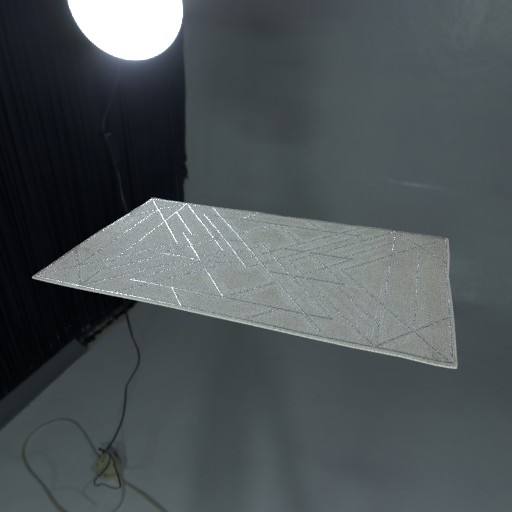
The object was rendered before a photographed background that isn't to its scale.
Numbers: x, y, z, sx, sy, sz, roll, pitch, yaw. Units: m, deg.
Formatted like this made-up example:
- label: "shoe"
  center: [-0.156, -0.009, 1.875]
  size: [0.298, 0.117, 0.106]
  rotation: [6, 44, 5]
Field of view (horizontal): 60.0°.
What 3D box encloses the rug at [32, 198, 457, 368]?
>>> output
- label: "rug"
  center: [0.000, 0.000, 1.054]
  size: [0.869, 0.008, 0.511]
  rotation: [9, 30, 17]
